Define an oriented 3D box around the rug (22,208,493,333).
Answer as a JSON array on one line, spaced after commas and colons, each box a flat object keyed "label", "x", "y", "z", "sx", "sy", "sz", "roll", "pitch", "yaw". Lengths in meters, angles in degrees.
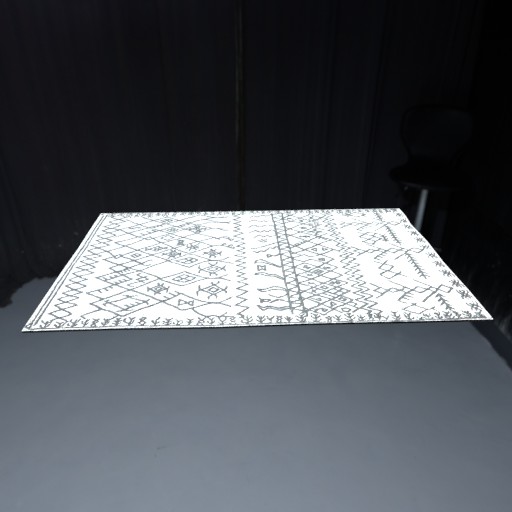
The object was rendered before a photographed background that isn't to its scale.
[{"label": "rug", "x": 0.000, "y": 0.000, "z": 2.958, "sx": 2.444, "sy": 0.012, "sz": 1.530, "roll": -1, "pitch": 29, "yaw": -2}]
